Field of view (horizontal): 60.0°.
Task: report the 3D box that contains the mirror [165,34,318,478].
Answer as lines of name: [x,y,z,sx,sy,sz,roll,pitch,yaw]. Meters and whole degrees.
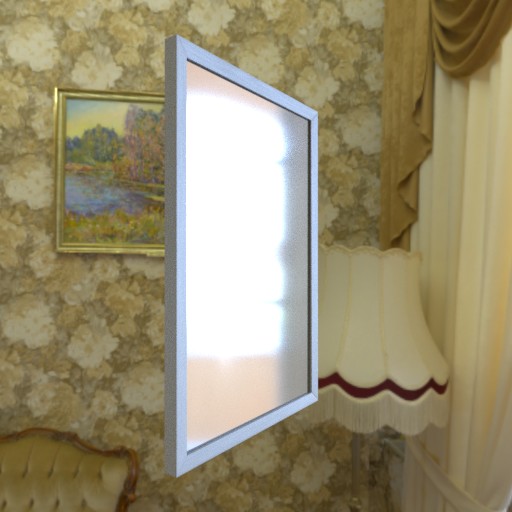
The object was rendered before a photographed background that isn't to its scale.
mirror: [0.000,0.000,1.170,0.040,0.915,0.609,0,0,36]
